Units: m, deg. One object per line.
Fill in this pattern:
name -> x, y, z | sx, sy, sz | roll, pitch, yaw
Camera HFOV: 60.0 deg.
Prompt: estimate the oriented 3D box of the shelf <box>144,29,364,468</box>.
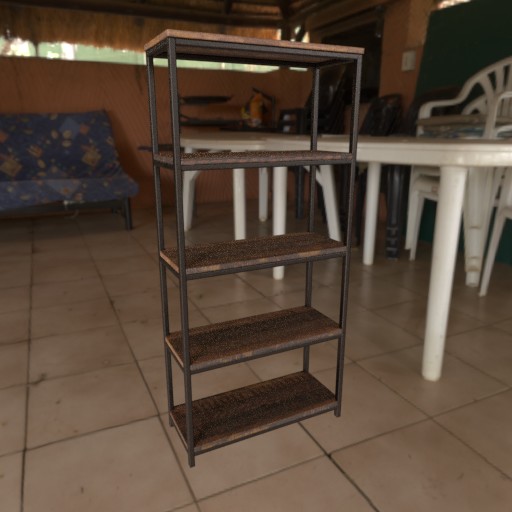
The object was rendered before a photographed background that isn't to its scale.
shelf -> 0.000, 0.000, 2.152 | 0.874, 1.860, 0.359 | -8, 18, -25
